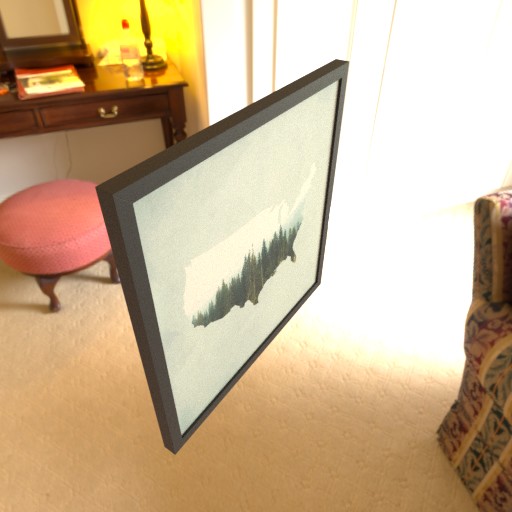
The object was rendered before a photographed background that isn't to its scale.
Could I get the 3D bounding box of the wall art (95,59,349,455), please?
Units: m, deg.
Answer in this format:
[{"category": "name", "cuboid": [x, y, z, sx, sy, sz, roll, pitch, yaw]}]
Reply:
[{"category": "wall art", "cuboid": [0.000, 0.000, 1.118, 0.038, 0.763, 0.763, 24, 45, 26]}]
